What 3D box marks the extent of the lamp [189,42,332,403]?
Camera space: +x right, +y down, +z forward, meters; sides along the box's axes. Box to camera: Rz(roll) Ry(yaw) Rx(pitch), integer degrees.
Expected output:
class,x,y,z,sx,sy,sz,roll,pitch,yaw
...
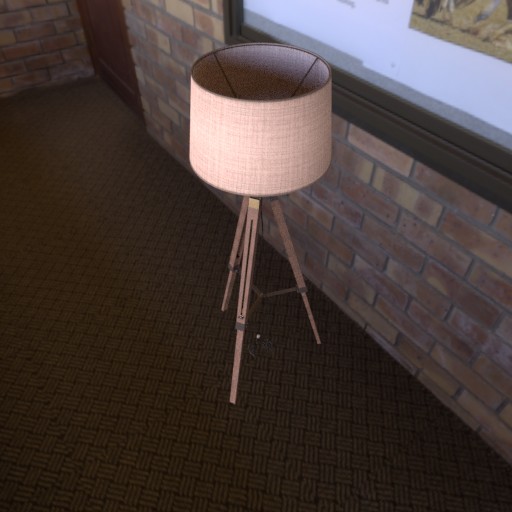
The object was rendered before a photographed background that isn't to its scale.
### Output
class,x,y,z,sx,sy,sz,roll,pitch,yaw
lamp,0.000,0.000,1.837,0.604,1.510,0.587,16,47,15
